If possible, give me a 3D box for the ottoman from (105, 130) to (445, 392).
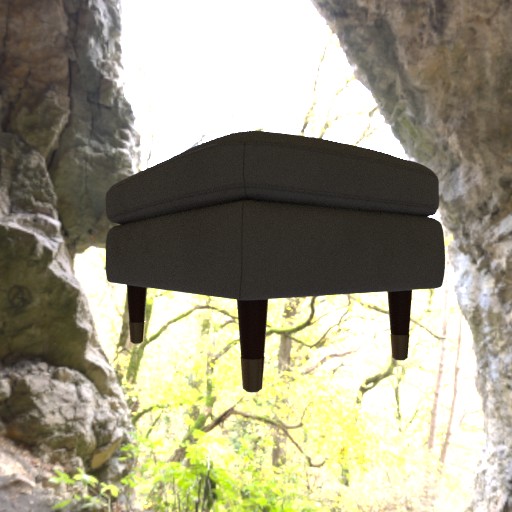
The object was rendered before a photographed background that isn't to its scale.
[{"bbox_3d":[0.000,0.000,1.131,0.593,0.478,0.747,0,-1,-36],"label":"ottoman"}]
